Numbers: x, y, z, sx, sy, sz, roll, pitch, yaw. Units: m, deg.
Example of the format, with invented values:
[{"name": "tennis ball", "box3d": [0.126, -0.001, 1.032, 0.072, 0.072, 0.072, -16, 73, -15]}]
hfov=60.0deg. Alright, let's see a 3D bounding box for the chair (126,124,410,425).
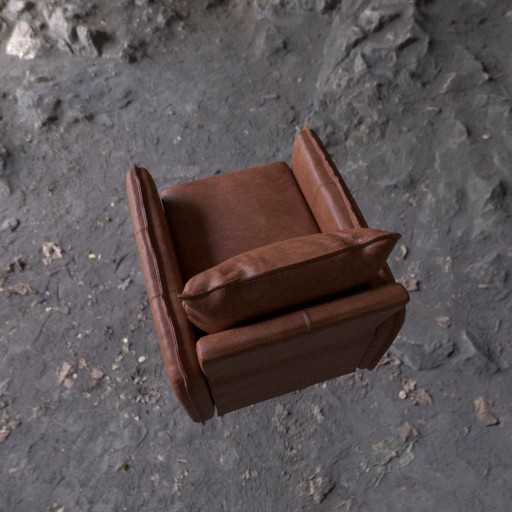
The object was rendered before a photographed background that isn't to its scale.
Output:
[{"name": "chair", "box3d": [0.000, 0.000, 1.641, 0.830, 0.922, 0.922, -15, 60, -9]}]
